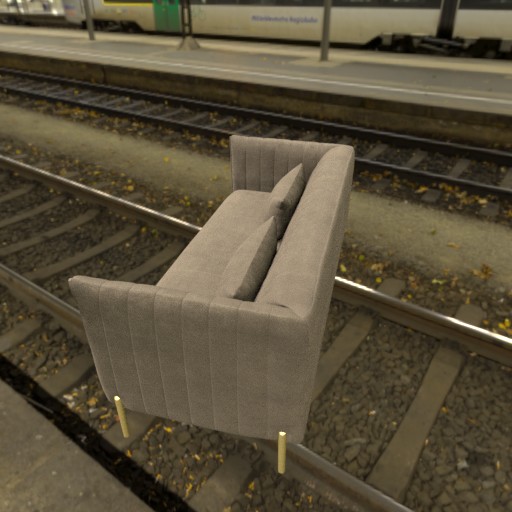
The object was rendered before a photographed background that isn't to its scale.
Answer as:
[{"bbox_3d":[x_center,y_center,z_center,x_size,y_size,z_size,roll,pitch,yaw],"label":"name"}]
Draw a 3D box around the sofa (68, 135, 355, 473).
[{"bbox_3d":[0.000,0.000,2.431,0.876,0.780,1.980,8,32,13],"label":"sofa"}]
